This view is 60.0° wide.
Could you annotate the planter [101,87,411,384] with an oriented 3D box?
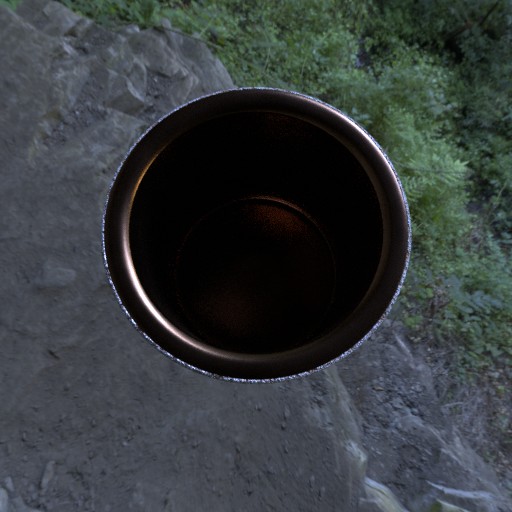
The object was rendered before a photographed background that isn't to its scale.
[{"bbox_3d":[0.000,0.000,0.198,0.109,0.096,0.109,0,76,0],"label":"planter"}]
